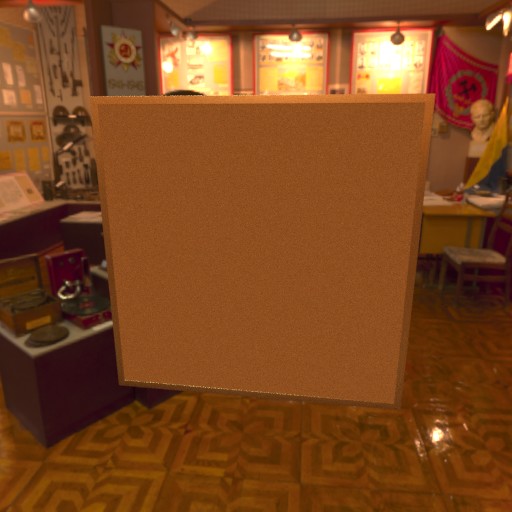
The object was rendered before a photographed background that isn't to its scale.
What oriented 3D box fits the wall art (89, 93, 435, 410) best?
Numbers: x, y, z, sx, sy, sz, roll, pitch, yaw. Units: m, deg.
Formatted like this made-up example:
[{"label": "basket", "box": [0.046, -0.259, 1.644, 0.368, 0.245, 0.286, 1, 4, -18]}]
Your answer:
[{"label": "wall art", "box": [0.000, 0.000, 0.448, 0.304, 0.304, 0.038, 2, 17, 8]}]
